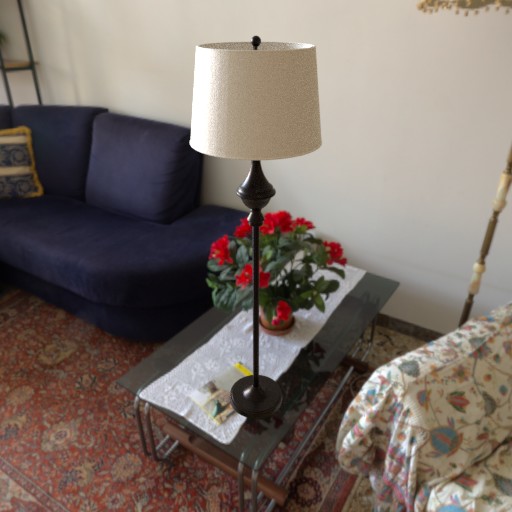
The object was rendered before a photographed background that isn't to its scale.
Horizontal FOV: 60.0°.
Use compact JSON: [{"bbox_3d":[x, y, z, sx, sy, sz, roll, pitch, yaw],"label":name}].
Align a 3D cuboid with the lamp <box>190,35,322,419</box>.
[{"bbox_3d":[0.000,0.000,1.665,0.431,1.484,0.431,0,29,0],"label":"lamp"}]
